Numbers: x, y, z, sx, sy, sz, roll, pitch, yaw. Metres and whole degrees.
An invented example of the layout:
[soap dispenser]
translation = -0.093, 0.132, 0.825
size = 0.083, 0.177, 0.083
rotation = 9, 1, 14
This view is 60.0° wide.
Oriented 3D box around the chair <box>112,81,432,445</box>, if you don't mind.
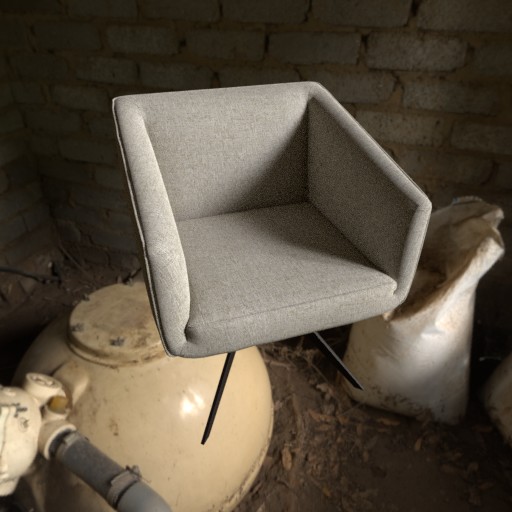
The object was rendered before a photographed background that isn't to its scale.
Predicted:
[chair]
translation = 0.000, 0.000, 1.226
size = 0.628, 0.760, 0.623
rotation = -11, 35, -16
